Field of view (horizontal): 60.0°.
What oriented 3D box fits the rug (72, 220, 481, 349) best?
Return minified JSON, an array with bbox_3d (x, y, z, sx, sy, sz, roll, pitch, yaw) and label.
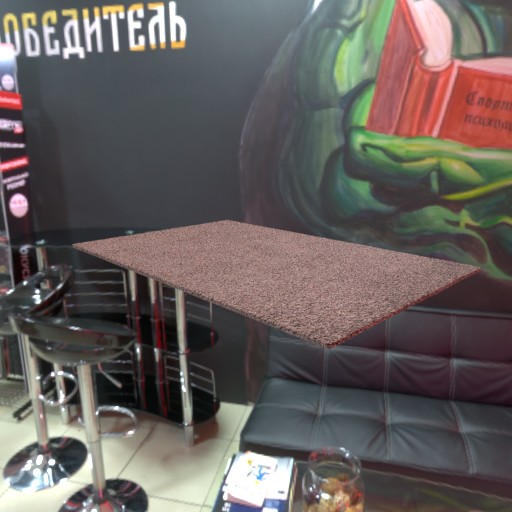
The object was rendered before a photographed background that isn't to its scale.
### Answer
[{"bbox_3d":[0.000,0.000,3.471,1.778,0.030,2.743,-14,20,-43],"label":"rug"}]
